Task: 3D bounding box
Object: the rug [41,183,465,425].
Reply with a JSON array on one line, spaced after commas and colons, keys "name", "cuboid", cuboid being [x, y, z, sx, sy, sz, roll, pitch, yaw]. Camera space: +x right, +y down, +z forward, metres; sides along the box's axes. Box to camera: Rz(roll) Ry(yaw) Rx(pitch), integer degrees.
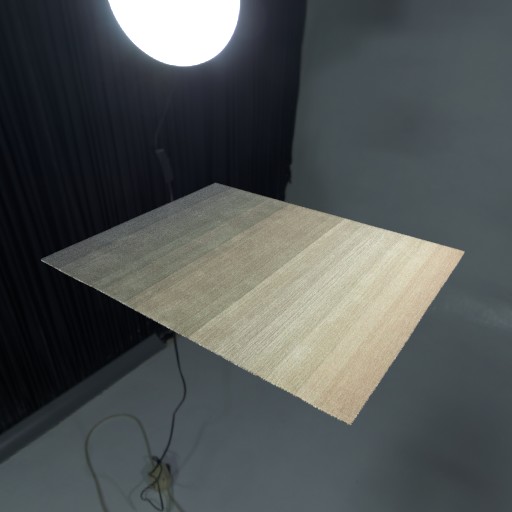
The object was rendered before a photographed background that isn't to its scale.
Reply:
[{"name": "rug", "cuboid": [0.000, 0.000, 3.892, 2.932, 0.015, 2.315, 20, 35, 31]}]
